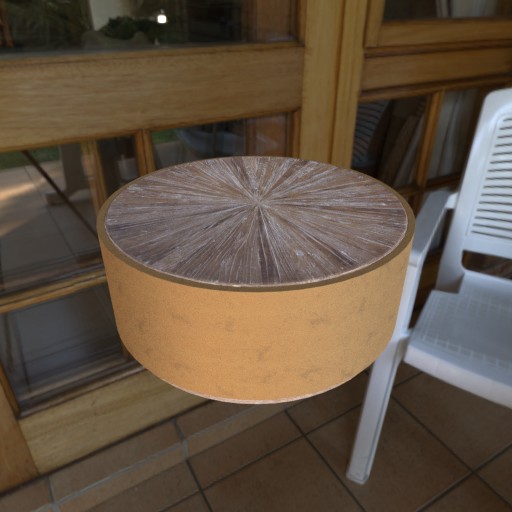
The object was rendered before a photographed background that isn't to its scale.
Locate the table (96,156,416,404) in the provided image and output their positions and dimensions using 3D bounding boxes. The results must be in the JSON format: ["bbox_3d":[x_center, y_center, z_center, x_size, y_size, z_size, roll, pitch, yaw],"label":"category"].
[{"bbox_3d":[0.000,0.000,1.555,1.001,0.409,1.001,0,31,0],"label":"table"}]
